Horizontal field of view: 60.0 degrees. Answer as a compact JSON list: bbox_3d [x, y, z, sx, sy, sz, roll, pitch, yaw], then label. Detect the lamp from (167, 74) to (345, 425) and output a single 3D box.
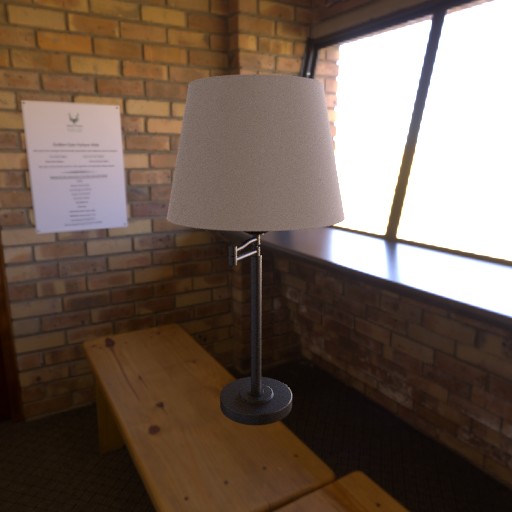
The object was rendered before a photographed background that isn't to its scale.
[{"bbox_3d":[0.000,0.000,0.935,0.363,0.696,0.363,0,13,0],"label":"lamp"}]
